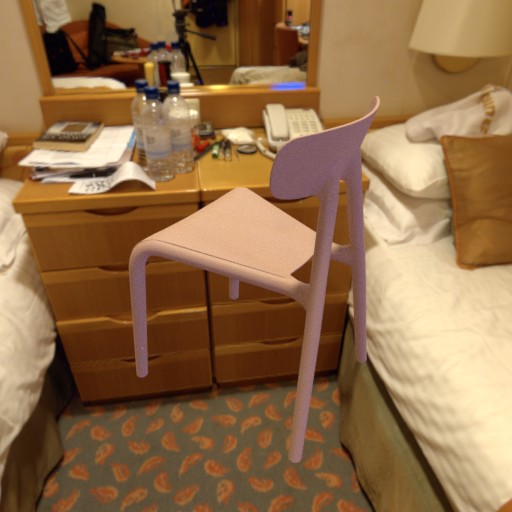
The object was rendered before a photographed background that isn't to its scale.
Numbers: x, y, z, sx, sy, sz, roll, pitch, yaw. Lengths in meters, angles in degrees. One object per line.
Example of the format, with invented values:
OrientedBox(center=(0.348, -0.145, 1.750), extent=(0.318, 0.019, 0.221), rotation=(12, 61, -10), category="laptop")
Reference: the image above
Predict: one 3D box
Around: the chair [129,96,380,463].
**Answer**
OrientedBox(center=(0.000, 0.000, 0.843), extent=(0.401, 0.580, 0.356), rotation=(21, 38, 29), category="chair")
